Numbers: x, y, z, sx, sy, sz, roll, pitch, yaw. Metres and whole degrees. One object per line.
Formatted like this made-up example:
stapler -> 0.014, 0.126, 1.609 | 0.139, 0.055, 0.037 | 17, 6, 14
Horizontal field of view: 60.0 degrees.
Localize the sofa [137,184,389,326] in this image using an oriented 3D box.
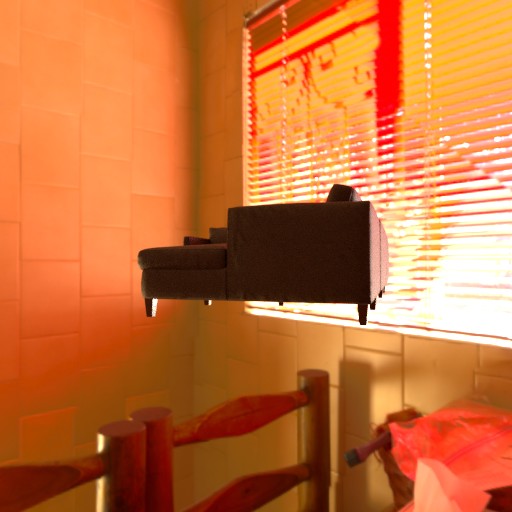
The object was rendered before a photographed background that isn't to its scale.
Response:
sofa -> 0.000, 0.000, 4.640 | 2.593, 0.923, 3.460 | 0, -1, 18
